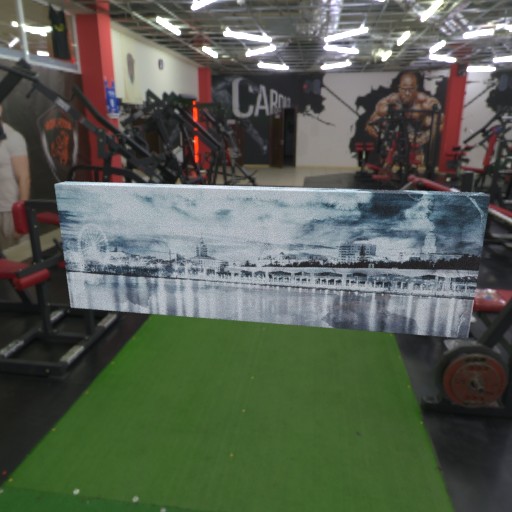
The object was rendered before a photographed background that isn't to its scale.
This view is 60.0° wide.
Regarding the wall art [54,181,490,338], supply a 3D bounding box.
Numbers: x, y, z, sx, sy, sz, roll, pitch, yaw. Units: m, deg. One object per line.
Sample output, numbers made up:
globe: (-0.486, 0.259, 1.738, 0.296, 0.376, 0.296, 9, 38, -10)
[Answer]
wall art: (0.000, 0.000, 0.818, 0.759, 0.251, 0.037, 3, 18, 10)
